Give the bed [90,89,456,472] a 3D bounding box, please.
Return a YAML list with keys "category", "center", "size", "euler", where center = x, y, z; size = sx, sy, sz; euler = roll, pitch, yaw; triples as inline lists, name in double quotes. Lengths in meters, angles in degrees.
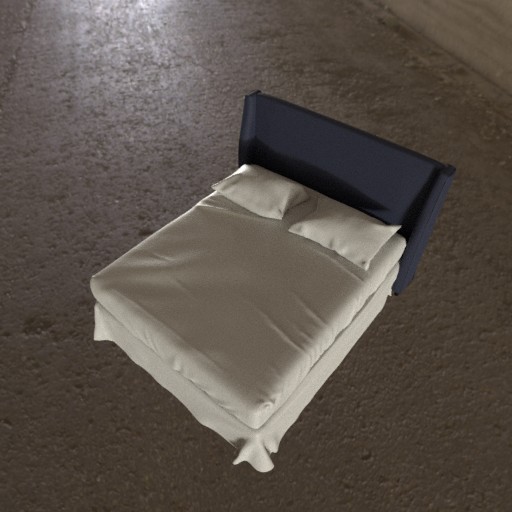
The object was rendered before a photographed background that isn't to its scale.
- category: "bed"
  center: [0.000, 0.000, 3.472]
  size: [1.925, 1.332, 2.276]
  euler: [31, 54, 26]
